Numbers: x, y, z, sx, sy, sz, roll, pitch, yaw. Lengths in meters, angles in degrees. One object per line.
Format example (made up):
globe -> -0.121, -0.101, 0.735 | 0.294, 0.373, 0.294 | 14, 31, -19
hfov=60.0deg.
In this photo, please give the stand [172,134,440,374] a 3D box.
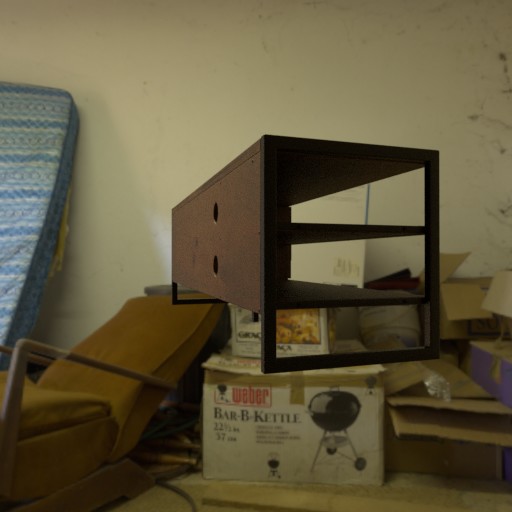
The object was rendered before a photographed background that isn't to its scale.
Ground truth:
stand -> 0.000, 0.000, 1.705 | 0.454, 0.506, 1.480 | 0, 0, -18
